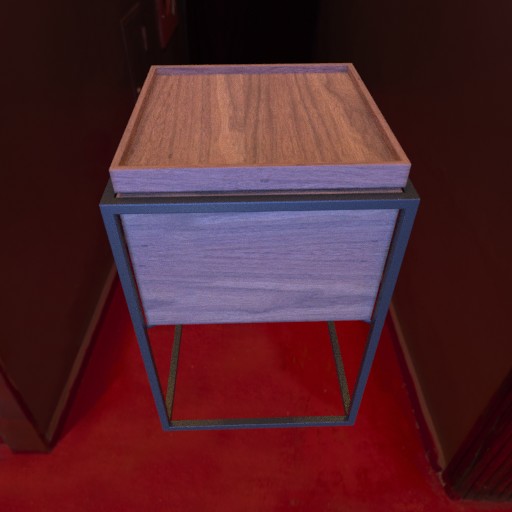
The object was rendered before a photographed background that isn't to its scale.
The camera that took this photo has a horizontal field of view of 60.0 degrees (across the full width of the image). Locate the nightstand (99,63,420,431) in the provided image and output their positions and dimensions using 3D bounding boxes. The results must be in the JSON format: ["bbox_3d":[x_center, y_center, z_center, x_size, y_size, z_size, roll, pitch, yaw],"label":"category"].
[{"bbox_3d":[0.000,0.000,0.869,0.397,0.607,0.397,-1,42,-1],"label":"nightstand"}]
